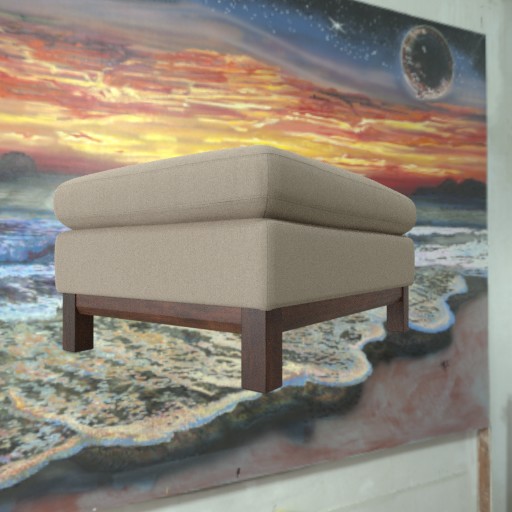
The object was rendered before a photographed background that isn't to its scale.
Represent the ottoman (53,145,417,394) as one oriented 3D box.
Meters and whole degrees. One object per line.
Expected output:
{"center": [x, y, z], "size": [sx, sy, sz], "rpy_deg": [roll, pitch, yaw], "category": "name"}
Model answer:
{"center": [0.000, 0.000, 1.115], "size": [0.606, 0.420, 0.771], "rpy_deg": [0, 0, 36], "category": "ottoman"}
